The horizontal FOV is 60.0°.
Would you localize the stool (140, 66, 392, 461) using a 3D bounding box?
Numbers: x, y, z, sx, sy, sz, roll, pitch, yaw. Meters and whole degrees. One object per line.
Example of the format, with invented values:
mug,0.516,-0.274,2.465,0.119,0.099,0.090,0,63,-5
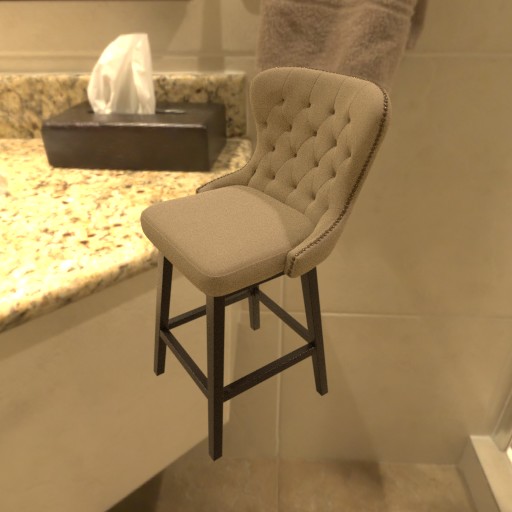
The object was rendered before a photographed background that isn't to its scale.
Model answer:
stool,0.000,0.000,1.318,0.593,0.971,0.528,-20,37,-29
